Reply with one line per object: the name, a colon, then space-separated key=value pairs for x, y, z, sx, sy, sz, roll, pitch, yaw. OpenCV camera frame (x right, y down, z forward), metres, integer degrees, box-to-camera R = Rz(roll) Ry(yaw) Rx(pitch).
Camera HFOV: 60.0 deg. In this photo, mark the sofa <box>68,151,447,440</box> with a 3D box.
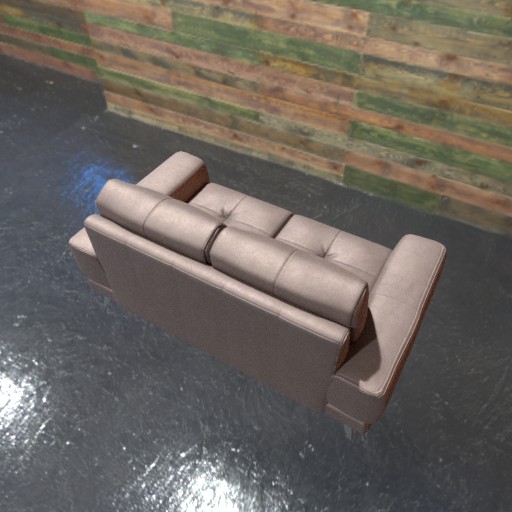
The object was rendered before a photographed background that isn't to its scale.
sofa: x=0.000 y=0.000 z=2.408 sx=1.806 sy=0.907 sz=1.018 roll=23 pitch=51 yaw=20
